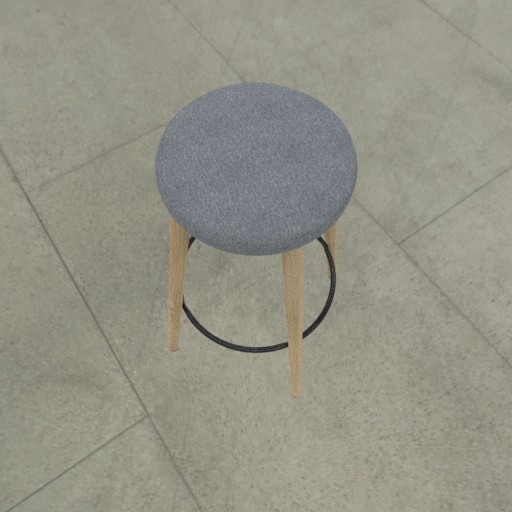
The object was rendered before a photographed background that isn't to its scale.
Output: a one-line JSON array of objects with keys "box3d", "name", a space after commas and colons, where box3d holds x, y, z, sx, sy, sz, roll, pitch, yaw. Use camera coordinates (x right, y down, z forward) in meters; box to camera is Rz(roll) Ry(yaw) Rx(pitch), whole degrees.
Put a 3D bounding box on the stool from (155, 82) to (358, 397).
[{"box3d": [0.000, 0.000, 1.017, 0.410, 0.770, 0.410, 18, 66, 8], "name": "stool"}]
